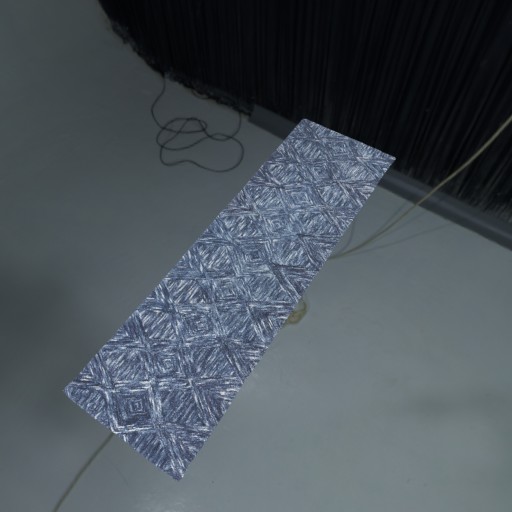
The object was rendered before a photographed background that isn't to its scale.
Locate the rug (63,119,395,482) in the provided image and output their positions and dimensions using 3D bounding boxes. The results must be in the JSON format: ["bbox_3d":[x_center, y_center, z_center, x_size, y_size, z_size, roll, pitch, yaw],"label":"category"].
[{"bbox_3d":[0.000,0.000,2.529,0.719,0.013,2.306,29,62,17],"label":"rug"}]
